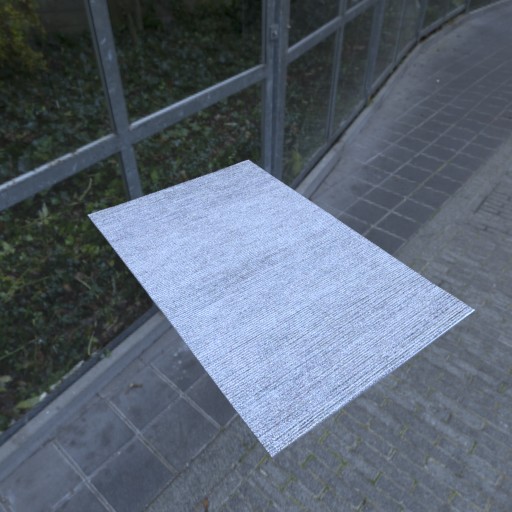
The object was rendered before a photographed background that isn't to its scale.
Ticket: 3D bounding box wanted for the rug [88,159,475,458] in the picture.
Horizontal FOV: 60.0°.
[{"bbox_3d":[0.000,0.000,2.299,1.159,0.021,1.789,-25,45,-27],"label":"rug"}]
